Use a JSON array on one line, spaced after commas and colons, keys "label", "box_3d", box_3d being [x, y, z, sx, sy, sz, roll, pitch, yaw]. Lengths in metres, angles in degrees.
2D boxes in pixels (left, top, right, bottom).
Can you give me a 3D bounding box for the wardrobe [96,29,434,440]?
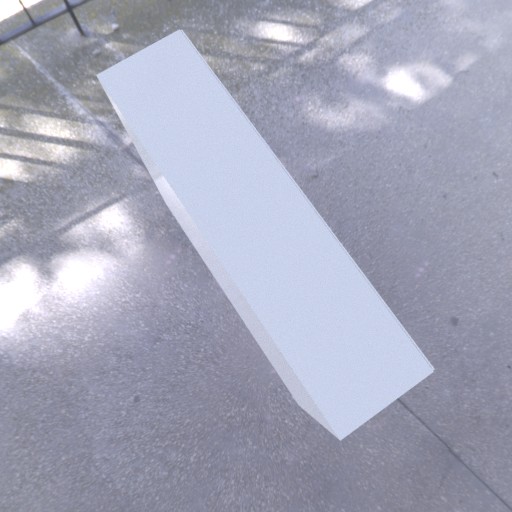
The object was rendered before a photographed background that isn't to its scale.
[{"label": "wardrobe", "box_3d": [0.000, 0.000, 1.916, 0.360, 1.200, 1.340, -33, 78, -8]}]
